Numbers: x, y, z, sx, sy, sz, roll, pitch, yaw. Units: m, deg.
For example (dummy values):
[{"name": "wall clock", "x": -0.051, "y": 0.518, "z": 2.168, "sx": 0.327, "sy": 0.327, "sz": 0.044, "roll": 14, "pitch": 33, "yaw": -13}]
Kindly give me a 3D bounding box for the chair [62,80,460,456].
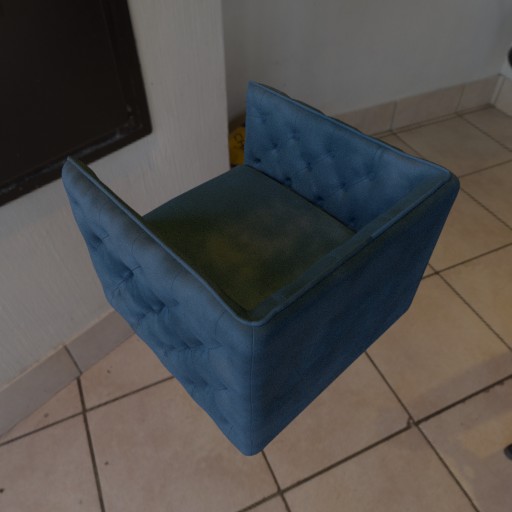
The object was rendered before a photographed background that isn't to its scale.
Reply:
[{"name": "chair", "x": 0.000, "y": 0.000, "z": 1.543, "sx": 0.868, "sy": 0.771, "sz": 0.877, "roll": -34, "pitch": 55, "yaw": -28}]
